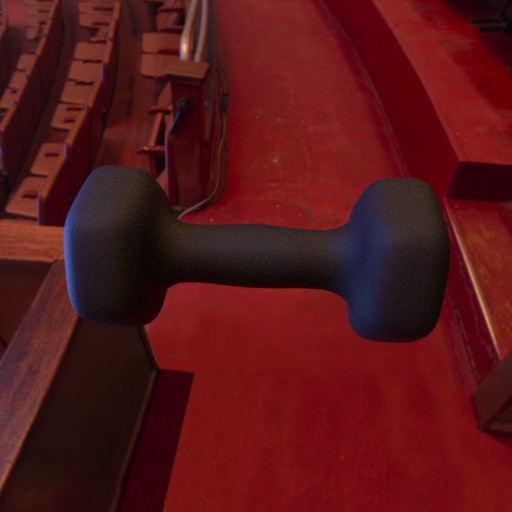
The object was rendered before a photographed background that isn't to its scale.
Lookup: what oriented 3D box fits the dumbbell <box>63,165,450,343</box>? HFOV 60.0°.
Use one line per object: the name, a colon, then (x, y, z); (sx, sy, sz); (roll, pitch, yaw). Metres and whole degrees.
dumbbell: (0.000, 0.000, 0.293); (0.231, 0.101, 0.112); (3, 46, 3)
